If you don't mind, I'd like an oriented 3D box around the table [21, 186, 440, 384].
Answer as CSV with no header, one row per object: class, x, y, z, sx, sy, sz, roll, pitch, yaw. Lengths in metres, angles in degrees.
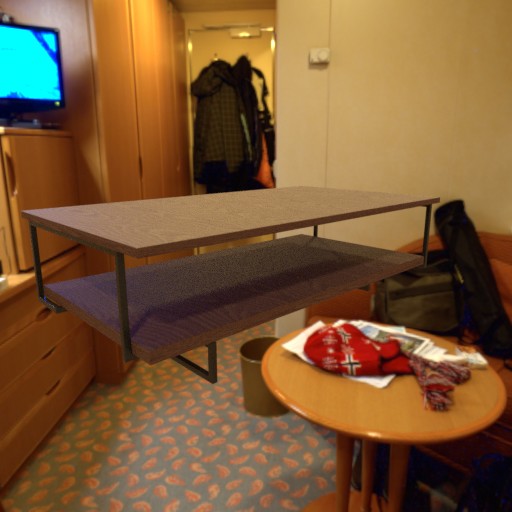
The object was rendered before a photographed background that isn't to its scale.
table,0.000,0.000,1.452,1.197,0.347,0.651,-13,19,-42
